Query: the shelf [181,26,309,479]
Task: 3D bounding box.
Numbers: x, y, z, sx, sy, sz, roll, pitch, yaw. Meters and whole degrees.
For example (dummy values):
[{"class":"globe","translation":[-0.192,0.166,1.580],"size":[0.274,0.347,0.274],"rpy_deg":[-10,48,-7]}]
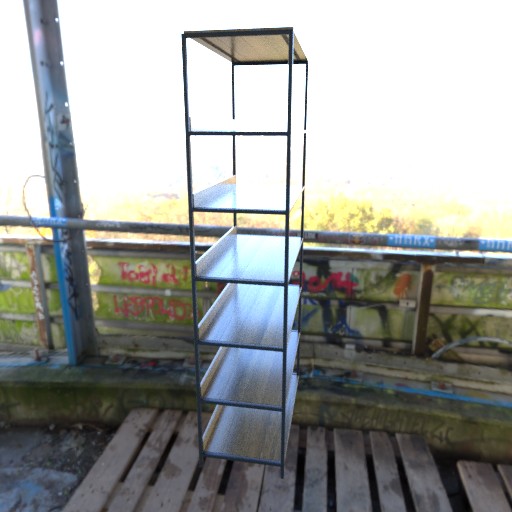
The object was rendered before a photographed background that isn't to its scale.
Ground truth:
[{"class":"shelf","translation":[0.000,0.000,2.331],"size":[0.431,2.015,0.847],"rpy_deg":[3,16,10]}]
